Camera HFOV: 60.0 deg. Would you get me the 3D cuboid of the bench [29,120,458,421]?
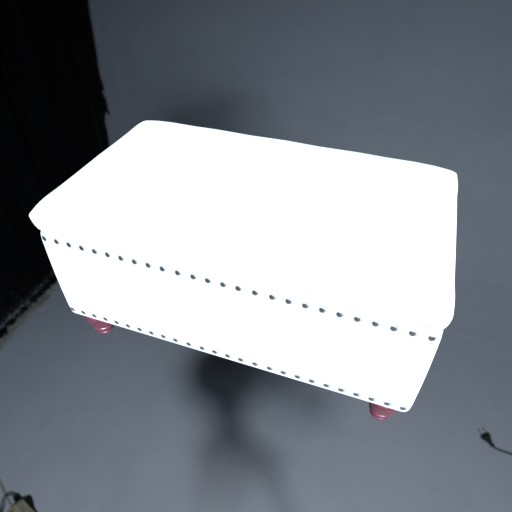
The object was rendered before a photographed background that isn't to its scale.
[{"bbox_3d":[0.000,0.000,1.159,0.887,0.449,0.500,13,43,15],"label":"bench"}]
